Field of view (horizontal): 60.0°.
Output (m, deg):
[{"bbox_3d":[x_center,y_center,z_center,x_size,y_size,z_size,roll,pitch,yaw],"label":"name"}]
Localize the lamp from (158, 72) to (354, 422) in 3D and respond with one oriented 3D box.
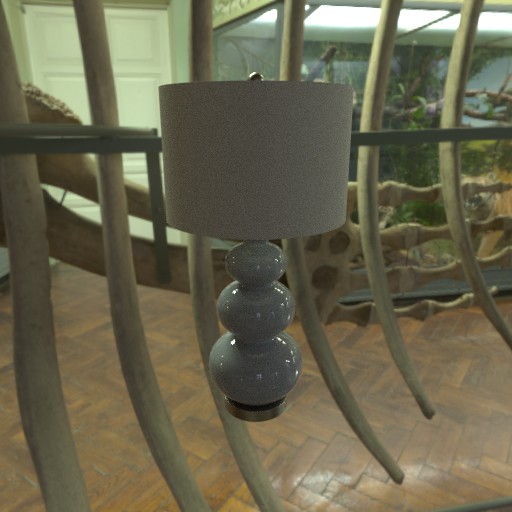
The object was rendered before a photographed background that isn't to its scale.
[{"bbox_3d":[0.000,0.000,0.951,0.367,0.730,0.367,-3,18,-10],"label":"lamp"}]
